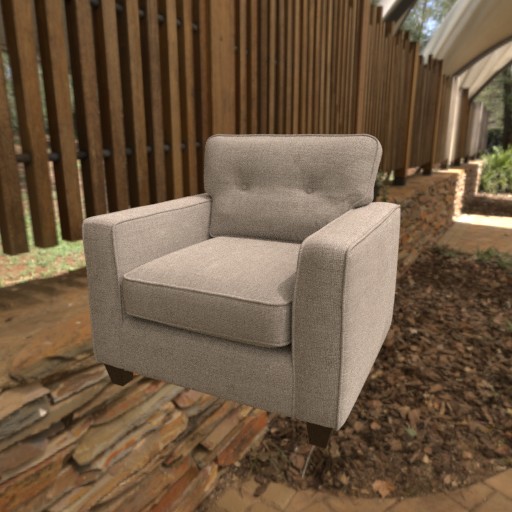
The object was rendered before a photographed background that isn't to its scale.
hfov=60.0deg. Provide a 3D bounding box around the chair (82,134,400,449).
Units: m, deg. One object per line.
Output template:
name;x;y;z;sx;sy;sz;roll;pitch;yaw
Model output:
chair;0.000;0.000;1.816;1.015;0.965;0.939;7;17;25
